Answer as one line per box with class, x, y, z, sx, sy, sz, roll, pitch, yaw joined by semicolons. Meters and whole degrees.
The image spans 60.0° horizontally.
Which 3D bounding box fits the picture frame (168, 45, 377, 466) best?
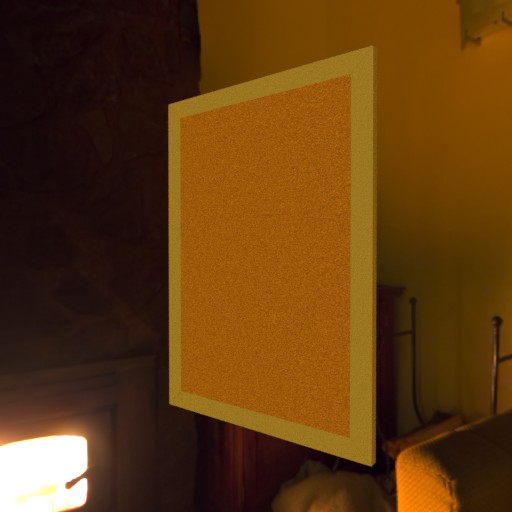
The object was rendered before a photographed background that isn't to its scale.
picture frame;0.000;0.000;0.585;0.326;0.459;0.011;1;1;37
